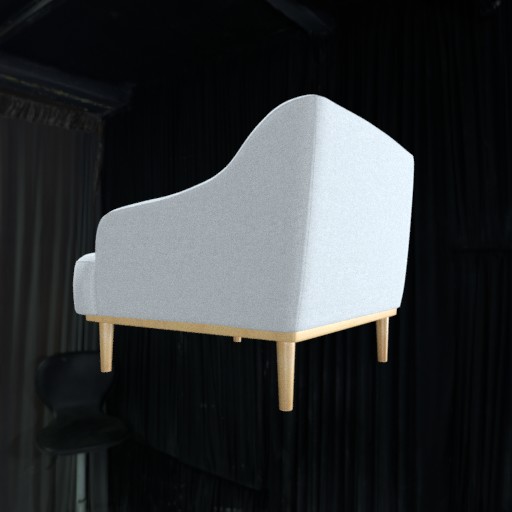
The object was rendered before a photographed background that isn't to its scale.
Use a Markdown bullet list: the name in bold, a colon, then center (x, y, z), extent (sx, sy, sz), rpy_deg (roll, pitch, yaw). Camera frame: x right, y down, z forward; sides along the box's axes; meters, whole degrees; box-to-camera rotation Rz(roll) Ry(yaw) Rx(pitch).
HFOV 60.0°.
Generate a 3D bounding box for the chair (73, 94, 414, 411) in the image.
- **chair**: center (0.000, 0.000, 1.659), extent (0.951, 0.818, 0.946), rpy_deg (-1, -1, 36)
